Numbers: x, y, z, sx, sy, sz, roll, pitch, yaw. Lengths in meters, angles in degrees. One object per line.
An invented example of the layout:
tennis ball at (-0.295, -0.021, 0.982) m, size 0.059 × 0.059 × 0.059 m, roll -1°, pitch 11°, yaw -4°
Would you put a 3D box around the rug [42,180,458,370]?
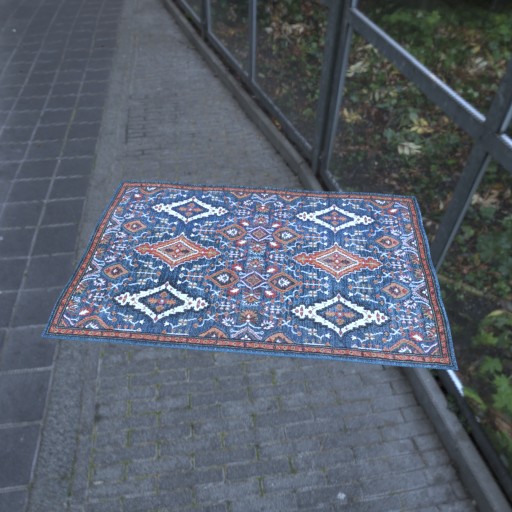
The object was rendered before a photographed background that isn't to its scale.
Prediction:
rug at (0.000, 0.000, 2.346) m, size 1.847 × 0.014 × 1.195 m, roll 4°, pitch 46°, yaw 4°
